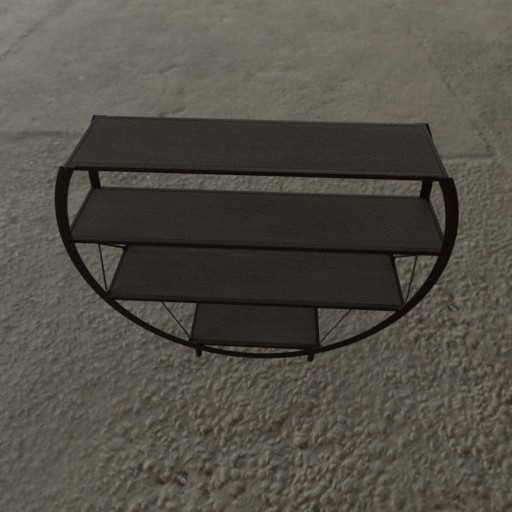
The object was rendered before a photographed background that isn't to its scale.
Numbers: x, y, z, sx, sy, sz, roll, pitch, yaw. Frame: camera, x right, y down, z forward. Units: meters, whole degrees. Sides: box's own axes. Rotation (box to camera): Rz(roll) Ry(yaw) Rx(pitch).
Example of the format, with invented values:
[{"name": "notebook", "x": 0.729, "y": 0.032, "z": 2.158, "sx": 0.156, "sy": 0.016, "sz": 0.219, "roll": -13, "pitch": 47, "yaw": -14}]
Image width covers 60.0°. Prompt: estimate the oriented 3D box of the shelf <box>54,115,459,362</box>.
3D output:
[{"name": "shelf", "x": 0.000, "y": 0.000, "z": 1.860, "sx": 1.403, "sy": 1.063, "sz": 0.344, "roll": 2, "pitch": 45, "yaw": 2}]
